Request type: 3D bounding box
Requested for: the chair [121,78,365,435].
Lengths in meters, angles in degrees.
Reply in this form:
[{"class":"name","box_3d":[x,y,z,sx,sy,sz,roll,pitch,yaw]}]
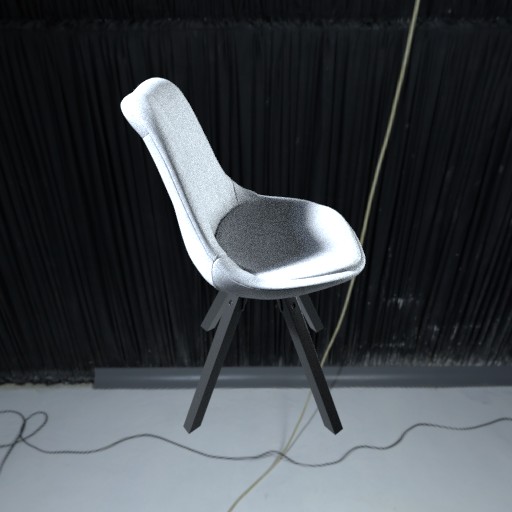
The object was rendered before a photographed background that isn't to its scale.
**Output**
[{"class":"chair","box_3d":[0.000,0.000,1.172,0.550,0.850,0.485,0,31,0]}]
